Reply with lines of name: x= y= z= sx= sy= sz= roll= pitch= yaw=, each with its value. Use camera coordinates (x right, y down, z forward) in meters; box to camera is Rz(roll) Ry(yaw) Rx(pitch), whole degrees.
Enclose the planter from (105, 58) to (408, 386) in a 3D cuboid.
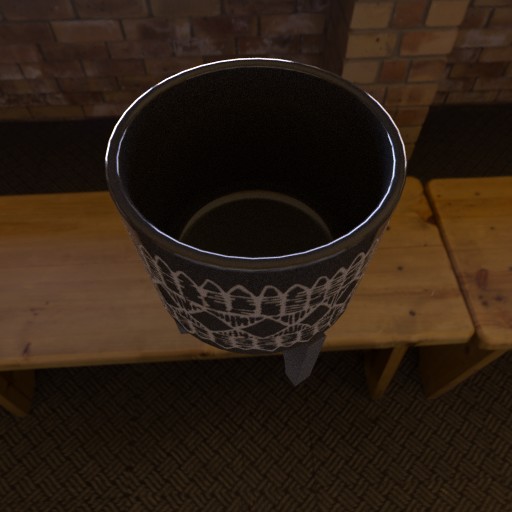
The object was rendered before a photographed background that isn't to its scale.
planter: x=0.000 y=0.000 z=0.398 sx=0.196 sy=0.264 sz=0.196 roll=-30 pitch=61 yaw=-19
